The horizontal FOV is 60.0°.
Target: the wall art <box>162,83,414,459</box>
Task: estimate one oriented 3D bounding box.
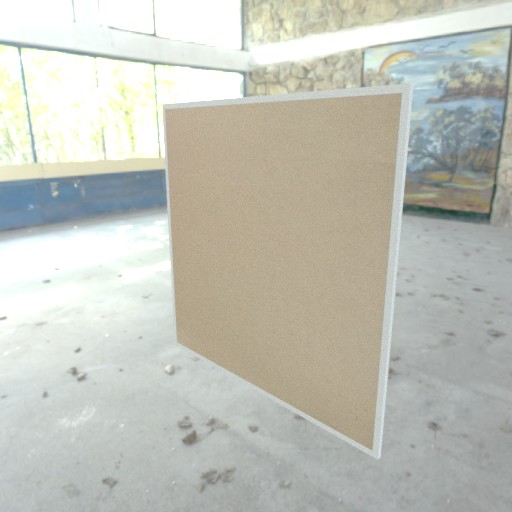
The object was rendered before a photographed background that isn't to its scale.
[{"bbox_3d":[0.000,0.000,1.192,0.012,0.809,0.809,-15,21,-43],"label":"wall art"}]
